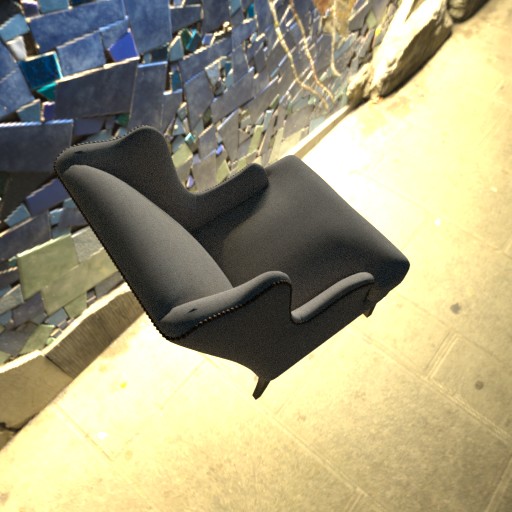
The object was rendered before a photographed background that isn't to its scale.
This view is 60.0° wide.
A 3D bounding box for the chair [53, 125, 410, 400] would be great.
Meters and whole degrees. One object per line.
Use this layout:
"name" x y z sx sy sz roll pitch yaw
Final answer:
"chair" 0.000 0.000 1.633 0.940 1.029 0.737 -31 62 -19
